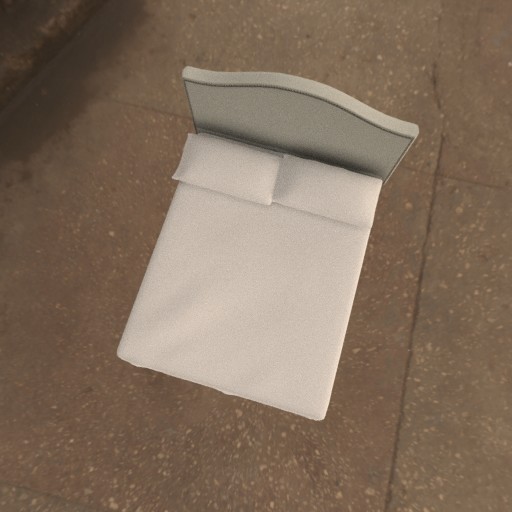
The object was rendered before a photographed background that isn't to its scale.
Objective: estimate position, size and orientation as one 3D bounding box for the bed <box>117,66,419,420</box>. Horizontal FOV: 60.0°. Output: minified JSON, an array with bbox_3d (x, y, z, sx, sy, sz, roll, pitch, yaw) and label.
[{"bbox_3d":[0.000,0.000,3.468,1.813,1.607,2.180,16,76,4],"label":"bed"}]
